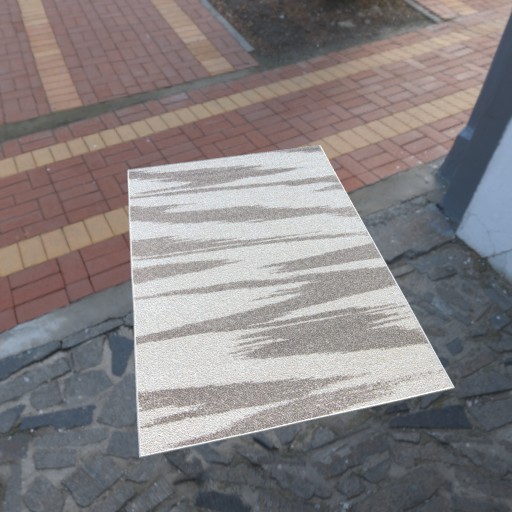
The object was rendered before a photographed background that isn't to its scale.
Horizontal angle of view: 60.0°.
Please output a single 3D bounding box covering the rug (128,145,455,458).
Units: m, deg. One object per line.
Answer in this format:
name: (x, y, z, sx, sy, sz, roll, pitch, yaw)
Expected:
rug: (0.000, 0.000, 2.765, 1.533, 0.010, 2.142, -9, 48, -8)
